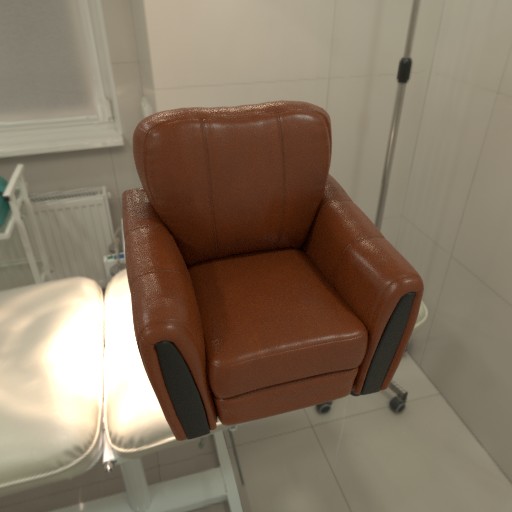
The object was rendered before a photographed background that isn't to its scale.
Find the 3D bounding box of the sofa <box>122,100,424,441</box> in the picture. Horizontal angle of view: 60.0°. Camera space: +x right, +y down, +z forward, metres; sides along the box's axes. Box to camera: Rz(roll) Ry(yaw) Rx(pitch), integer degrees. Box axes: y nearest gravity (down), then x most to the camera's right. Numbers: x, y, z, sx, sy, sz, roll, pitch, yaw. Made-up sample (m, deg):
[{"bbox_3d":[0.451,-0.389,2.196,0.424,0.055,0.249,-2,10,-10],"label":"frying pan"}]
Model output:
[{"bbox_3d":[0.000,0.000,1.490,0.836,0.876,0.789,-9,34,-14],"label":"sofa"}]
